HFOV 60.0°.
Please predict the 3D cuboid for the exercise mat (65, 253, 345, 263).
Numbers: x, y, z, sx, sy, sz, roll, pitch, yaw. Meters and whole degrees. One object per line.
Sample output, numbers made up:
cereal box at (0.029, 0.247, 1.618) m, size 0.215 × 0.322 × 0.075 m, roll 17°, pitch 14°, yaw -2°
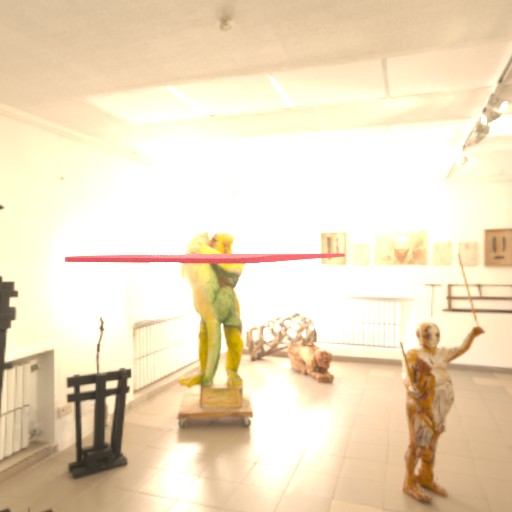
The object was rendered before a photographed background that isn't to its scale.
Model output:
exercise mat at (0.000, 0.000, 2.084) m, size 0.616 × 0.021 × 1.884 m, roll 0°, pitch 1°, yaw 18°
